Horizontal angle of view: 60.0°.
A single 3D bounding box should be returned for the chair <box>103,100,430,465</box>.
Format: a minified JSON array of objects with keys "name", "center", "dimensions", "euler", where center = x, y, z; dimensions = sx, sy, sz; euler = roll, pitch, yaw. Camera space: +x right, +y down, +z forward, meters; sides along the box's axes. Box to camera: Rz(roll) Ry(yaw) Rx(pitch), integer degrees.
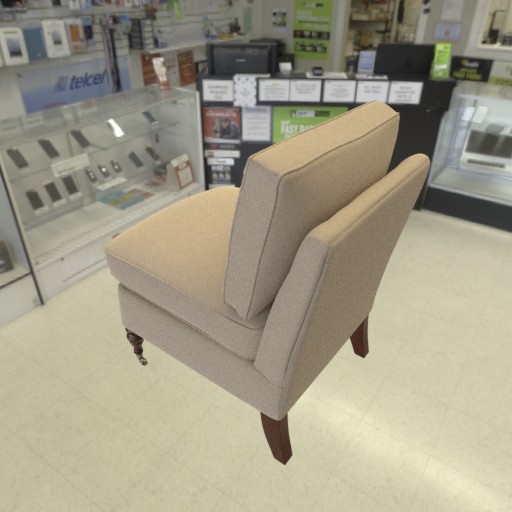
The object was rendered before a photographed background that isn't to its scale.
[{"name":"chair","center":[0.000,0.000,1.619],"dimensions":[0.912,1.052,0.724],"euler":[22,38,30]}]
